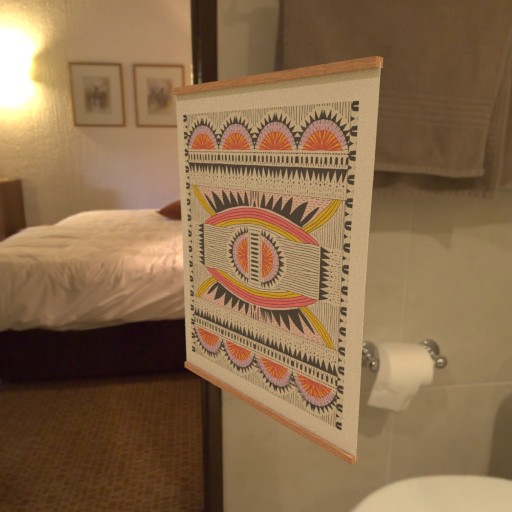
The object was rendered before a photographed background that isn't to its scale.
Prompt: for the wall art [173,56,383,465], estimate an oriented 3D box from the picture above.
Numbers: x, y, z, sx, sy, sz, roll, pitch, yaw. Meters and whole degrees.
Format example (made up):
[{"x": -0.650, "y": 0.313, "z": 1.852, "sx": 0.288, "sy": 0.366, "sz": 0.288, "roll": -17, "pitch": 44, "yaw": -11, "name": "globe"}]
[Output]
[{"x": 0.000, "y": 0.000, "z": 1.337, "sx": 0.028, "sy": 1.016, "sz": 0.765, "roll": -13, "pitch": 19, "yaw": -43, "name": "wall art"}]
